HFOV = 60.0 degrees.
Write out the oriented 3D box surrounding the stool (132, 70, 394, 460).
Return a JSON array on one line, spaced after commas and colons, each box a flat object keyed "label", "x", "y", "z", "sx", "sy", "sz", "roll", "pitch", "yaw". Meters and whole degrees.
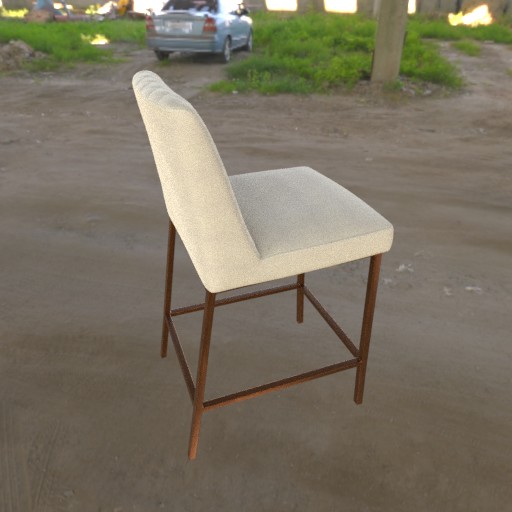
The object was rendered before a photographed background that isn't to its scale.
[{"label": "stool", "x": 0.000, "y": 0.000, "z": 1.274, "sx": 0.576, "sy": 0.973, "sz": 0.507, "roll": -11, "pitch": 33, "yaw": -18}]
